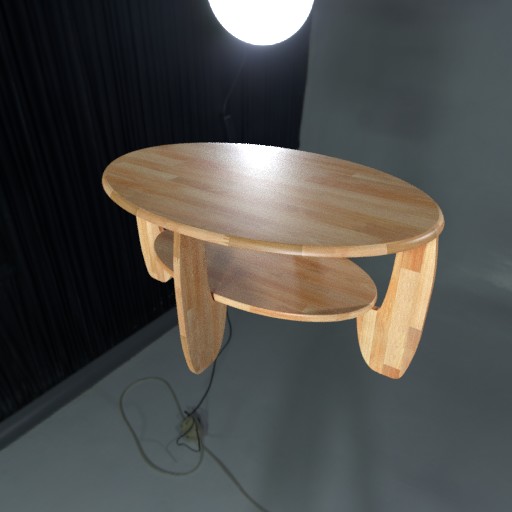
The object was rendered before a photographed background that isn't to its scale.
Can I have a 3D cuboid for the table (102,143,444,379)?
[{"bbox_3d":[0.000,0.000,1.374,1.040,0.490,0.690,19,35,29],"label":"table"}]
